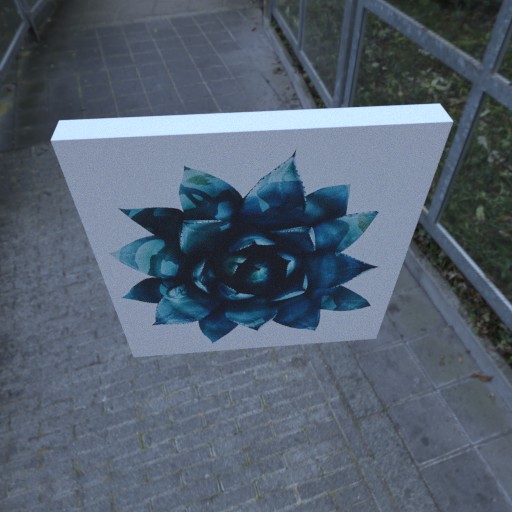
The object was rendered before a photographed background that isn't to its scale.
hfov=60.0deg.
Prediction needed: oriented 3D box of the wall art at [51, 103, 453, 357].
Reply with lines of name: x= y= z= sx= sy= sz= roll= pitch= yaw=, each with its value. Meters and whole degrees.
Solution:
wall art: x=0.000 y=0.000 z=0.606 sx=0.406 sy=0.406 sz=0.038 roll=-4 pitch=47 yaw=-3
